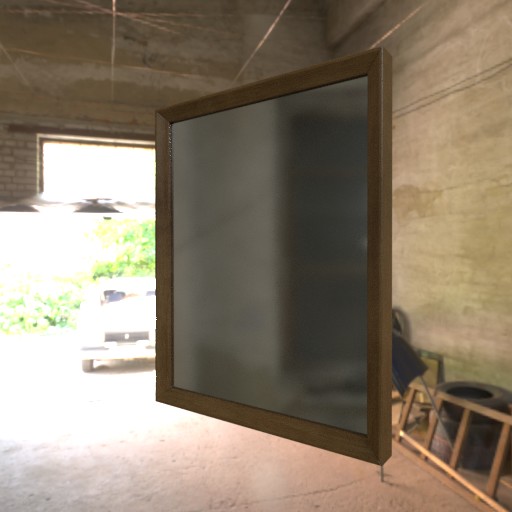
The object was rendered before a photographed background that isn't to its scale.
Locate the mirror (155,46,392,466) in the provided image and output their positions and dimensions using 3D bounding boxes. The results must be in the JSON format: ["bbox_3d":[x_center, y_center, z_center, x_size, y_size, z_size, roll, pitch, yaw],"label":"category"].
[{"bbox_3d":[0.000,0.000,0.670,0.406,0.509,0.041,0,0,36],"label":"mirror"}]
